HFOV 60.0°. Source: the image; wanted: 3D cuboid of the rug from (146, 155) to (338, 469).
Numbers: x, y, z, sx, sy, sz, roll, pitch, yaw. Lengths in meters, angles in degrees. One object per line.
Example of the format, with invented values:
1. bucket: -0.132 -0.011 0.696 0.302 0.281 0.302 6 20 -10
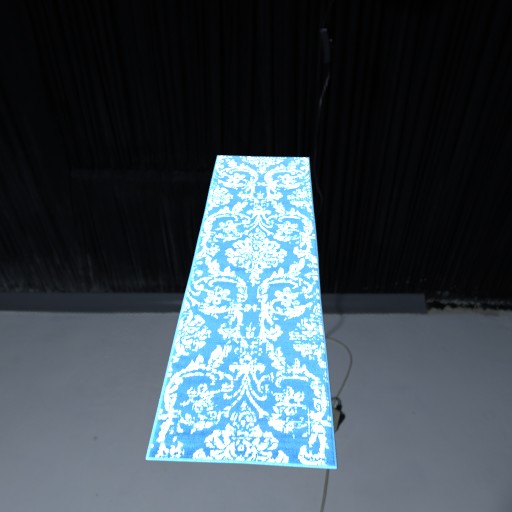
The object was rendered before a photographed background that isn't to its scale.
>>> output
1. rug: 0.000 0.000 2.352 0.662 0.011 2.196 2 41 2
